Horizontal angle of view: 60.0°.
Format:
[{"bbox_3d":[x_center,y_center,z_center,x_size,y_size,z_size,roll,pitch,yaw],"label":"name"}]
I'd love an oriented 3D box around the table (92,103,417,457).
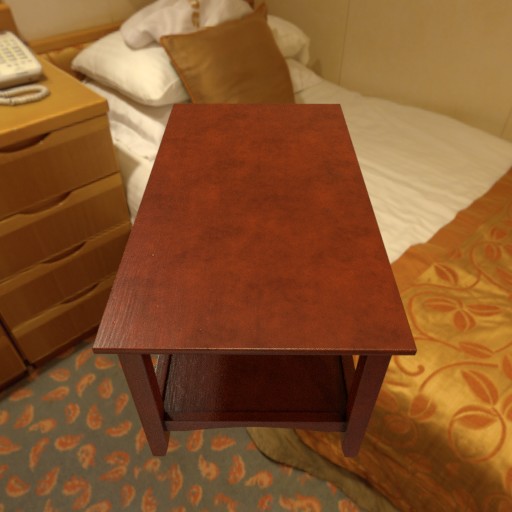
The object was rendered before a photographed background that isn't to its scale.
[{"bbox_3d":[0.000,0.000,1.222,0.533,0.456,0.943,0,43,0],"label":"table"}]
